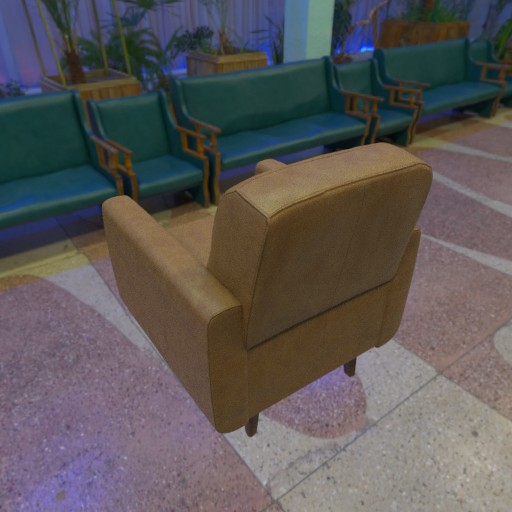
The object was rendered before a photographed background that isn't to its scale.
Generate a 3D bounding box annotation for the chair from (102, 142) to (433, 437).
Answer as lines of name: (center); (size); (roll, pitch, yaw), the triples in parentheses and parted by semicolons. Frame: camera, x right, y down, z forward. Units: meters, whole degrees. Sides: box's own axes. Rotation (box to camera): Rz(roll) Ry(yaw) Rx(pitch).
chair: (0.000, 0.000, 1.652); (0.845, 0.968, 0.942); (-20, 38, -28)
